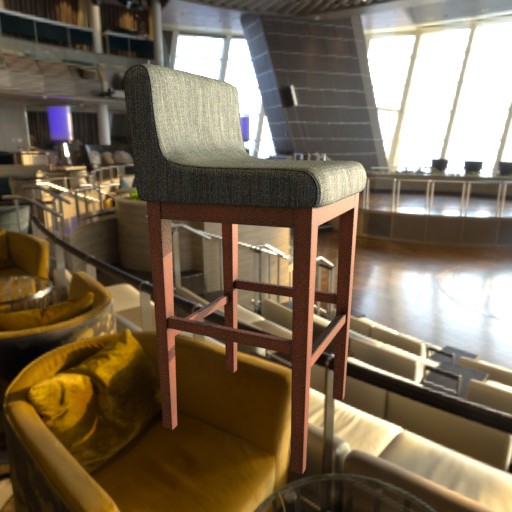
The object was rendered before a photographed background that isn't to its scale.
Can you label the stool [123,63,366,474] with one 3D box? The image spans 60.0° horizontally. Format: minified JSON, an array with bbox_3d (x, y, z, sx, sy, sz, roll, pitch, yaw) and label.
[{"bbox_3d":[0.000,0.000,1.220,0.499,0.965,0.426,7,16,25],"label":"stool"}]
